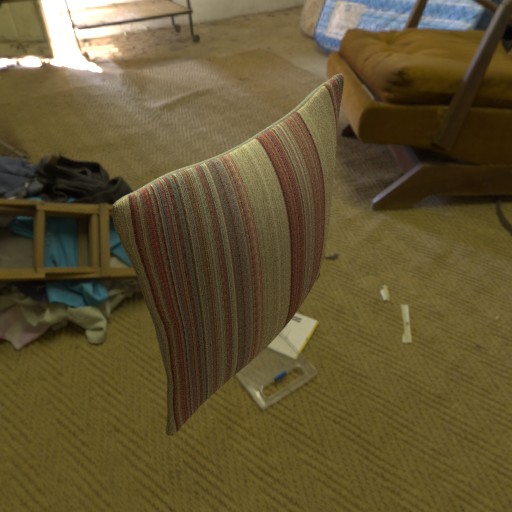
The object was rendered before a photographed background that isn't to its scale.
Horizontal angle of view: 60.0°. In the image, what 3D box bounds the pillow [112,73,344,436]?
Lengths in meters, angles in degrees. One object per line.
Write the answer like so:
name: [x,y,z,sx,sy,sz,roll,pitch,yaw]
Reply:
pillow: [0.000,0.000,0.656,0.136,0.419,0.437,26,47,27]
